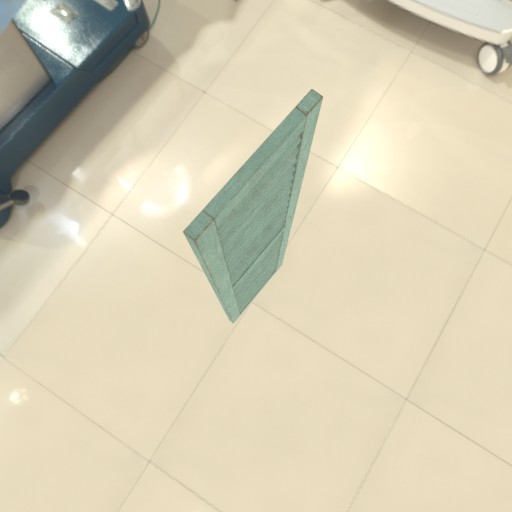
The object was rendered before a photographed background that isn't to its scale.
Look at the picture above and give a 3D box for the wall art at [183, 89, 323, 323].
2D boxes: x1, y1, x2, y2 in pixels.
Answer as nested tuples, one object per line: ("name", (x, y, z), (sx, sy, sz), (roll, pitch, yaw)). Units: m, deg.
("wall art", (0.000, 0.000, 1.307), (0.025, 1.219, 0.329), (38, 79, 9))
